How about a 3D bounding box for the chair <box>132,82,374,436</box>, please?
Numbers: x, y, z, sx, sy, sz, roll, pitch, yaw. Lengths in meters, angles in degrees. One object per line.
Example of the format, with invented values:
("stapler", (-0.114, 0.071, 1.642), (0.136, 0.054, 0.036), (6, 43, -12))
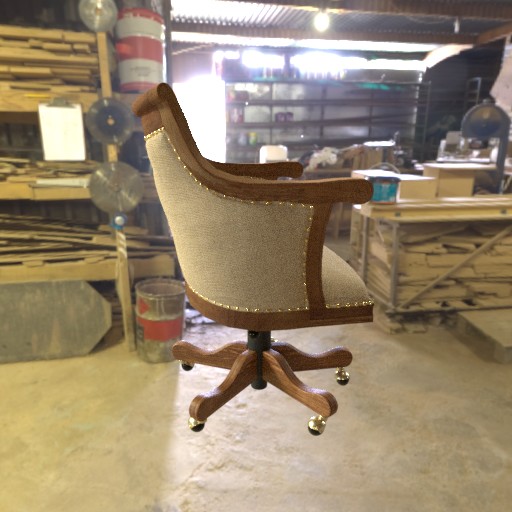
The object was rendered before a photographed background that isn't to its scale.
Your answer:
("chair", (0.000, 0.000, 1.406), (0.689, 0.965, 0.656), (-3, 16, -10))
